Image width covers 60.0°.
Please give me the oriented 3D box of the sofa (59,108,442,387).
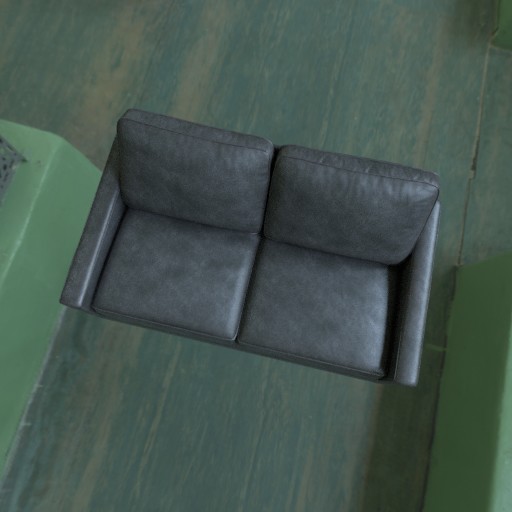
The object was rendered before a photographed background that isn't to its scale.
[{"bbox_3d":[0.000,0.000,2.266,1.732,0.916,0.939,13,76,3],"label":"sofa"}]
